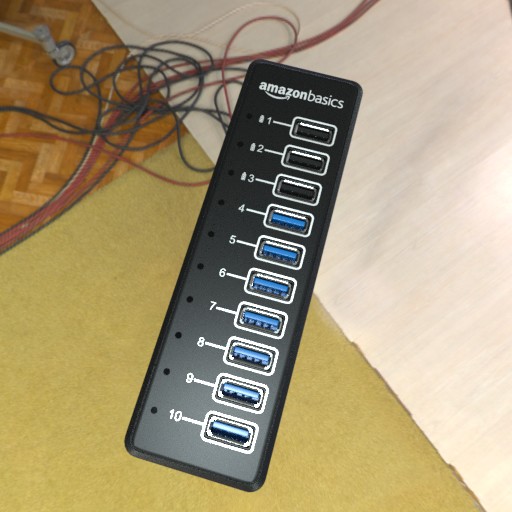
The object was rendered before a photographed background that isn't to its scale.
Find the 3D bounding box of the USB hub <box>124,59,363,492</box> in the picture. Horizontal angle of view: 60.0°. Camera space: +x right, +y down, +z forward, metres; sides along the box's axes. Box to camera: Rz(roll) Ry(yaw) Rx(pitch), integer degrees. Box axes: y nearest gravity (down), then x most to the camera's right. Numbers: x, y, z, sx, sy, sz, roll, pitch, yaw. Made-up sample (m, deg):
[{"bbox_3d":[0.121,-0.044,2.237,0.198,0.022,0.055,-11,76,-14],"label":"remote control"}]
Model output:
[{"bbox_3d":[0.000,0.000,0.159,0.044,0.023,0.145,15,76,4],"label":"USB hub"}]
